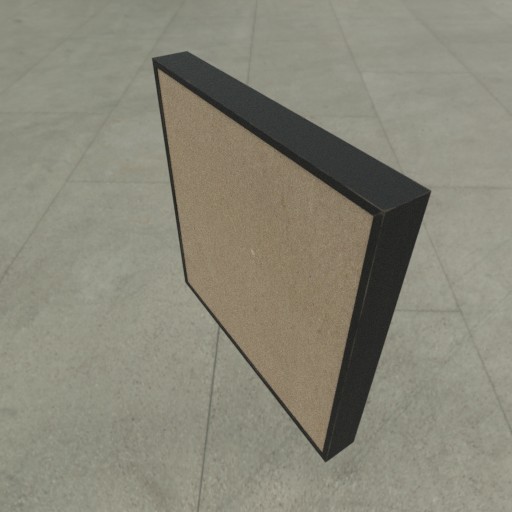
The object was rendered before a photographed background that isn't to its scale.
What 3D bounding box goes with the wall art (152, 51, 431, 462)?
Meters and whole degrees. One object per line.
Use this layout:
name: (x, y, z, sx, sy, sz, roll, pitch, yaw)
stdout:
wall art: (0.000, 0.000, 0.441, 0.038, 0.305, 0.305, -24, 47, -25)
